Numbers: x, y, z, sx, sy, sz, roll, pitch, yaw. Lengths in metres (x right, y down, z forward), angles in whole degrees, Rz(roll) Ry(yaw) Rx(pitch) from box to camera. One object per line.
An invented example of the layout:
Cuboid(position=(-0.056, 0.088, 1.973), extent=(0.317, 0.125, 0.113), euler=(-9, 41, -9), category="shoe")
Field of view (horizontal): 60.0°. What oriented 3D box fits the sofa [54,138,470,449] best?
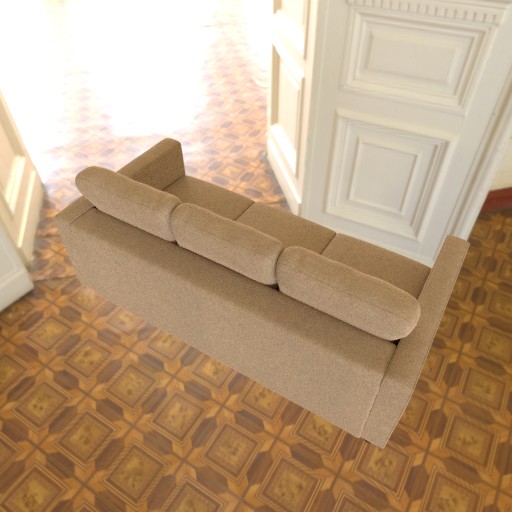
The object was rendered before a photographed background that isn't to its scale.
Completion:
Cuboid(position=(0.000, 0.000, 2.310), extent=(1.855, 0.800, 0.930), euler=(23, 50, 21), category="sofa")
